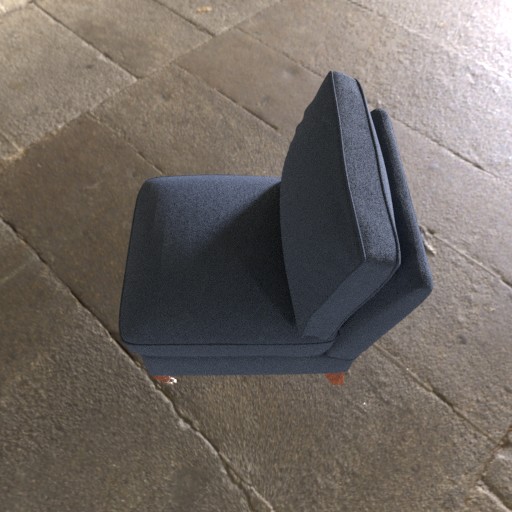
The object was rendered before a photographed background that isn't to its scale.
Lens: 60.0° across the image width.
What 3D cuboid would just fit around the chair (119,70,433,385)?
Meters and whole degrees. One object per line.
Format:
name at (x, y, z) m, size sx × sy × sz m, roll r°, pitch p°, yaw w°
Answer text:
chair at (0.000, 0.000, 1.620) m, size 0.912 × 1.052 × 0.724 m, roll -1°, pitch 58°, yaw -1°
